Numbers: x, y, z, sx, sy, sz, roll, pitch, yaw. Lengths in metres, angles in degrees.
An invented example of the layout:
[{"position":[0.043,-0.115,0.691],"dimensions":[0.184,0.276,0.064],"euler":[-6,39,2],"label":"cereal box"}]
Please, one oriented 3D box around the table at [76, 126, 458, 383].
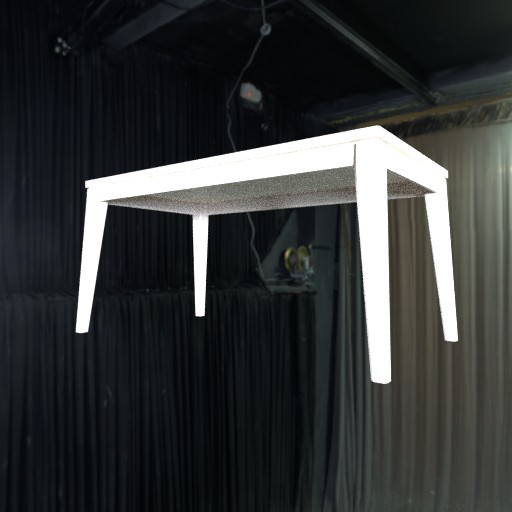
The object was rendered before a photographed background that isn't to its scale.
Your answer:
[{"position":[0.000,0.000,2.117],"dimensions":[1.600,0.760,0.900],"euler":[-1,-1,37],"label":"table"}]
